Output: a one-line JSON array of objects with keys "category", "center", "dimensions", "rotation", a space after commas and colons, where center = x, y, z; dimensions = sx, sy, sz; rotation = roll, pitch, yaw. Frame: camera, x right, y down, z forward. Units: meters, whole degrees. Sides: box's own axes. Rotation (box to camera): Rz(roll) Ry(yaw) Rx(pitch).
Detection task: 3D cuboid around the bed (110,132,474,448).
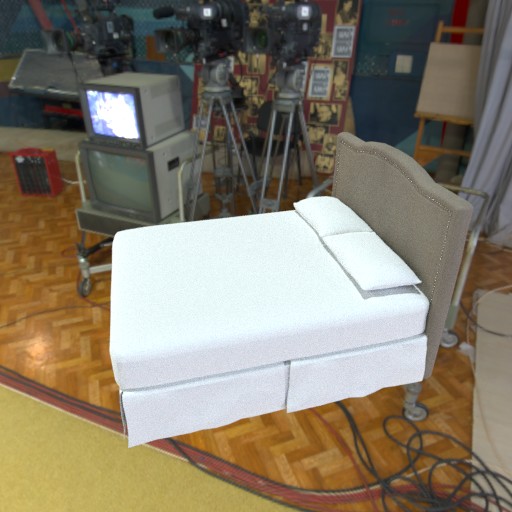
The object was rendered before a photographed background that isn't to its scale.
[{"category": "bed", "center": [0.000, 0.000, 3.260], "dimensions": [2.128, 1.441, 1.744], "rotation": [-8, 31, -13]}]
